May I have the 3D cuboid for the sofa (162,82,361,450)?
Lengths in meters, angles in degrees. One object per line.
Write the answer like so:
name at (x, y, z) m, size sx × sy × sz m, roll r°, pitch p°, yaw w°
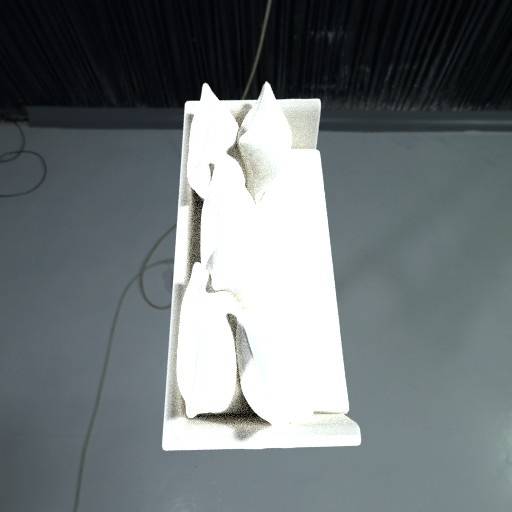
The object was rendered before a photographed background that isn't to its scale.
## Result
sofa at (0.000, 0.000, 2.845) m, size 1.031 × 1.034 × 2.290 m, roll -1°, pitch 63°, yaw -1°
